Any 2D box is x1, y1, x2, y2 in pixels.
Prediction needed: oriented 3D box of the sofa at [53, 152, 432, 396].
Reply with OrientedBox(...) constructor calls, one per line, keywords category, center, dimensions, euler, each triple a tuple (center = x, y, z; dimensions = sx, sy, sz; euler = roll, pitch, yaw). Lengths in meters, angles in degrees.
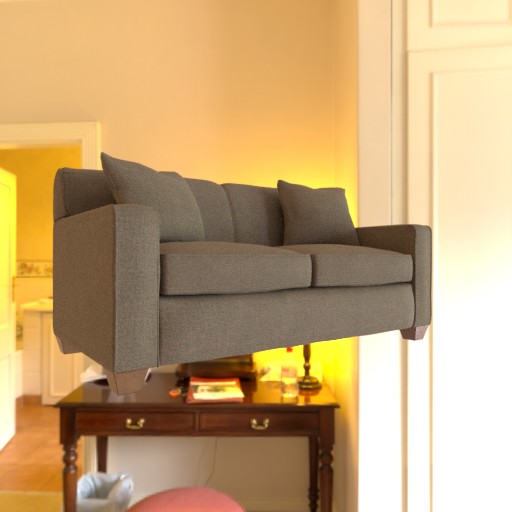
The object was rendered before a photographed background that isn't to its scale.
OrientedBox(category="sofa", center=(0.000, 0.000, 2.379), dimensions=(1.846, 0.958, 1.000), euler=(0, 0, -36))
